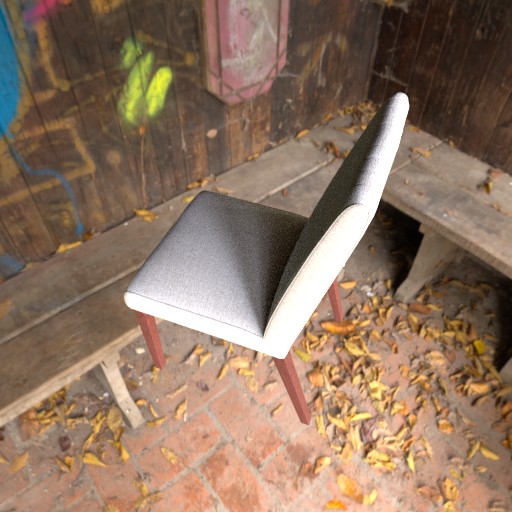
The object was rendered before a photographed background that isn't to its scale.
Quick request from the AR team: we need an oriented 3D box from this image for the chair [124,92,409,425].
[{"bbox_3d":[0.000,0.000,1.246,0.594,0.900,0.480,16,49,15],"label":"chair"}]
